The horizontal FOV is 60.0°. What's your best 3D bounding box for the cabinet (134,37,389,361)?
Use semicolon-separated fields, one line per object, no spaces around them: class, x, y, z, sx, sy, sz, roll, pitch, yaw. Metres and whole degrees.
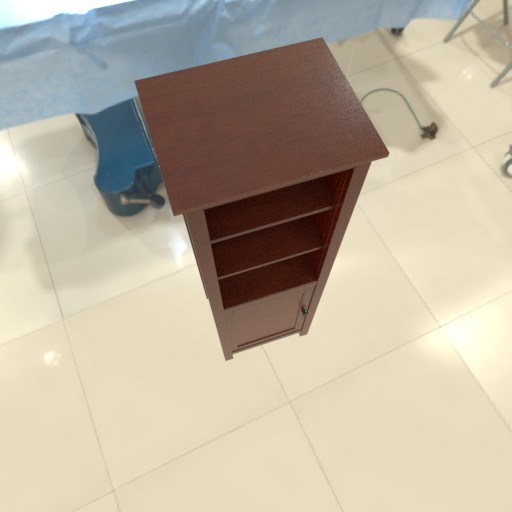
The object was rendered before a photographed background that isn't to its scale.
cabinet;0.000;0.000;1.725;0.500;1.518;0.401;-17;65;-8
